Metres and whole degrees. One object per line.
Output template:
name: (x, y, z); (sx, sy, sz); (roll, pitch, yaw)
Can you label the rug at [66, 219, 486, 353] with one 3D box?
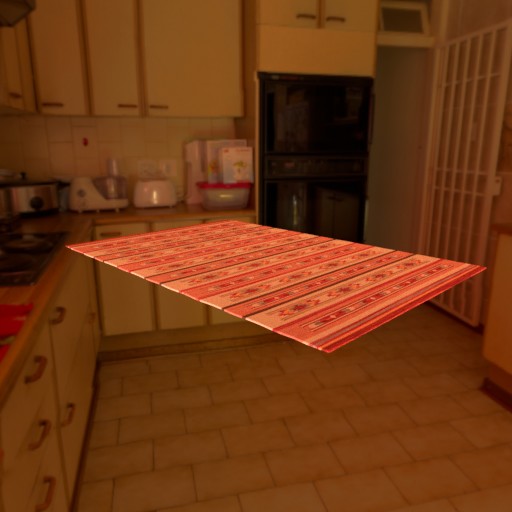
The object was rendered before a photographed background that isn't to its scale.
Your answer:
rug: (0.000, 0.000, 2.273); (1.223, 0.008, 1.817); (-14, 20, -43)
